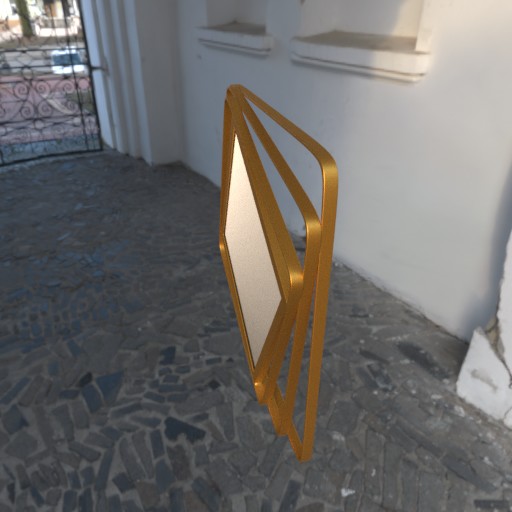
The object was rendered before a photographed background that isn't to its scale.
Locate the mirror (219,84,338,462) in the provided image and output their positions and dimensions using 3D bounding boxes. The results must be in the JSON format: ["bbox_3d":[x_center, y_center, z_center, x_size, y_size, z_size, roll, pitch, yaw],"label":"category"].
[{"bbox_3d":[0.000,0.000,0.717,0.045,0.468,0.470,-7,31,-12],"label":"mirror"}]
